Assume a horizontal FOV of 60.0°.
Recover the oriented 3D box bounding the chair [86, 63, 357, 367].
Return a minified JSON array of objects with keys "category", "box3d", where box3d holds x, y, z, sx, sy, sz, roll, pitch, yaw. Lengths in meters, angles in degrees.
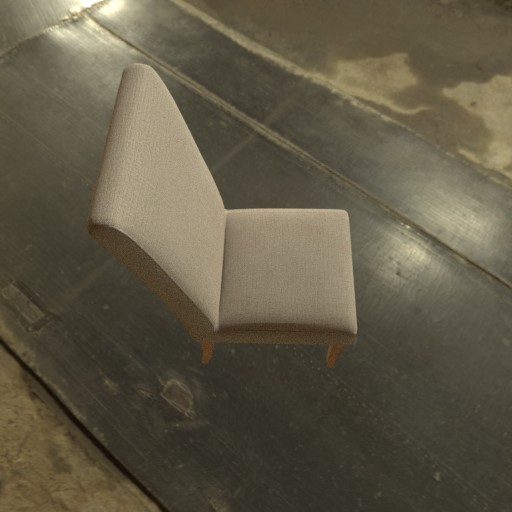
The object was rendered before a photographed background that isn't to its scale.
[{"category":"chair","box3d":[0.000,0.000,1.334,0.611,1.033,0.450,2,63,1]}]
